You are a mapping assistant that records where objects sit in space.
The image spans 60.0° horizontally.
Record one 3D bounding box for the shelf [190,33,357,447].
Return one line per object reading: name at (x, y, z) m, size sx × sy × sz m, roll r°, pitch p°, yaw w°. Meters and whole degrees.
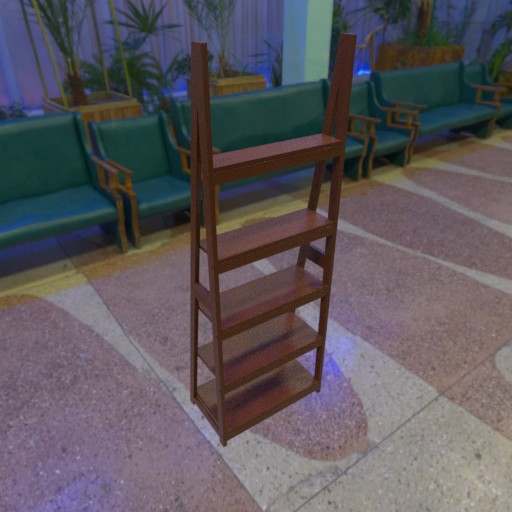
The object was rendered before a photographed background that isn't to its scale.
shelf at (0.000, 0.000, 1.988) m, size 0.630 × 1.780 × 0.356 m, roll -19°, pitch 35°, yaw -29°
